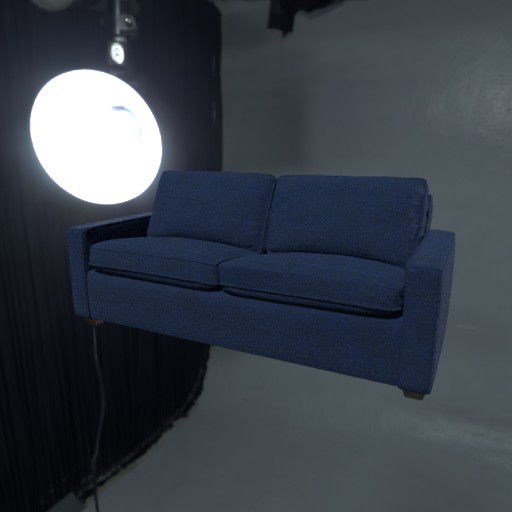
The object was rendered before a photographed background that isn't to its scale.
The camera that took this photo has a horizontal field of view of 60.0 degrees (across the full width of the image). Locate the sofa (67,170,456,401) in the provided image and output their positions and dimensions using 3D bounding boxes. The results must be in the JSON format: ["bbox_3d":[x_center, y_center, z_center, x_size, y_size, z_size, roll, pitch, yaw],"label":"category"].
[{"bbox_3d":[0.000,0.000,2.562,2.080,0.919,0.940,7,15,26],"label":"sofa"}]
